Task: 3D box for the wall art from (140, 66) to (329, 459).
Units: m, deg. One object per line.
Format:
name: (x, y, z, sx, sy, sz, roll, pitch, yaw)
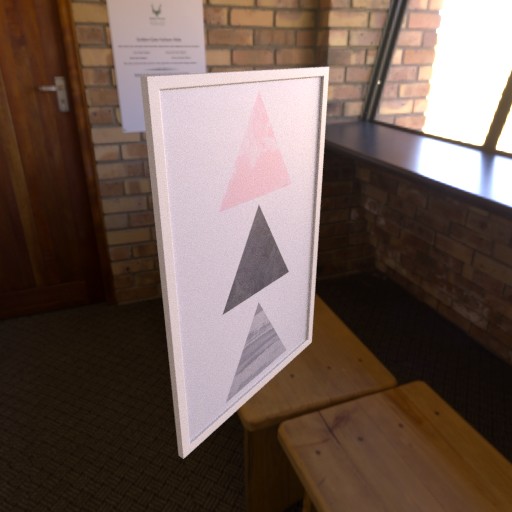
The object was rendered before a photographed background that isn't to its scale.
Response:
wall art: (0.000, 0.000, 0.849, 0.013, 0.656, 0.456, 18, 30, 34)
